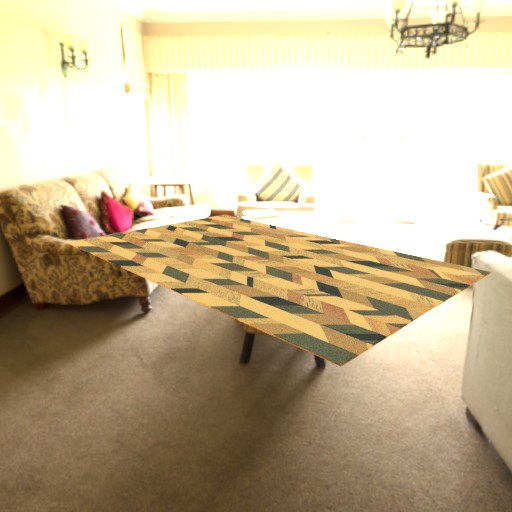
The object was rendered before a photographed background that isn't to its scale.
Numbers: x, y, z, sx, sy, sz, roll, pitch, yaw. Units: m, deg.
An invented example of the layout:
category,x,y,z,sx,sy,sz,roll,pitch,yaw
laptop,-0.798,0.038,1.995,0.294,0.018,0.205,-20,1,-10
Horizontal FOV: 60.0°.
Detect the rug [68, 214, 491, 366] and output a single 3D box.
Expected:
category,x,y,z,sx,sy,sz,roll,pitch,yaw
rug,0.000,0.000,2.924,1.513,0.008,2.423,-15,22,-42
